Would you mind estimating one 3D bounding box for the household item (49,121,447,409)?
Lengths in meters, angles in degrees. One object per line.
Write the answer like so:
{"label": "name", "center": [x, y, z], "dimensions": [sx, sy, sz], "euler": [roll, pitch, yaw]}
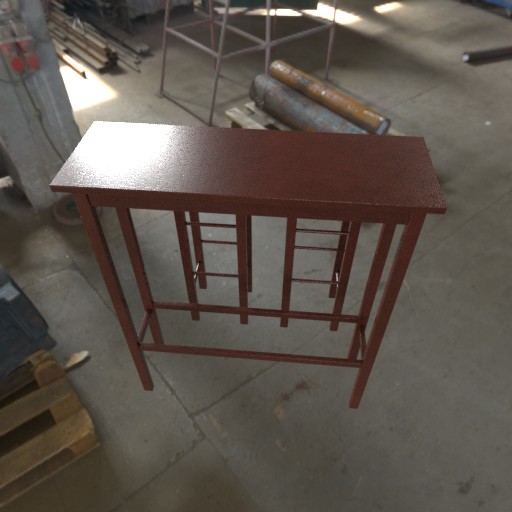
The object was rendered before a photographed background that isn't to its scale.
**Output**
{"label": "household item", "center": [0.000, 0.000, 1.627], "dimensions": [0.914, 1.067, 0.676], "euler": [4, 45, 4]}
